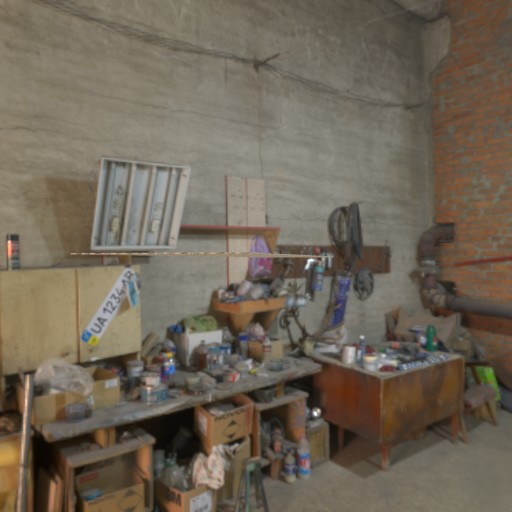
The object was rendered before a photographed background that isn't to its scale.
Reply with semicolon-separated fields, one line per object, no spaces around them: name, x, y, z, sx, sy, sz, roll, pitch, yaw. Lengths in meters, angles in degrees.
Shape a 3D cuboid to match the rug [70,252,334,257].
rug;0.000;0.000;2.657;0.660;0.005;2.464;0;0;17
